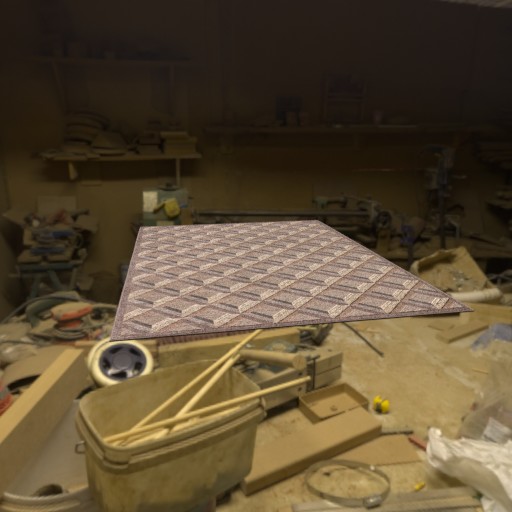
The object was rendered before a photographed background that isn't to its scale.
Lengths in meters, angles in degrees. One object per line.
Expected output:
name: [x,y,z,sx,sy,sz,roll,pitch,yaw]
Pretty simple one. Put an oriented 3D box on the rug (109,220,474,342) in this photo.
rug: [0.000,0.000,4.337,2.382,0.018,3.294,-3,16,-11]
